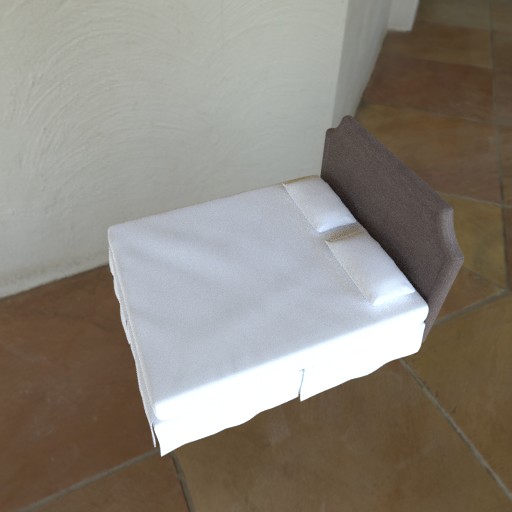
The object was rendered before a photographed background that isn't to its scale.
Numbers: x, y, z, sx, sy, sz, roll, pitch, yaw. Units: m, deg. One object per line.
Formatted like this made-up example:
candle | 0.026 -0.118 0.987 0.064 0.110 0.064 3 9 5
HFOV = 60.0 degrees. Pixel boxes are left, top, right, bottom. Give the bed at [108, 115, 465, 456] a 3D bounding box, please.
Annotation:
bed | 0.000 0.000 4.264 2.773 1.590 2.350 -16 48 -15
